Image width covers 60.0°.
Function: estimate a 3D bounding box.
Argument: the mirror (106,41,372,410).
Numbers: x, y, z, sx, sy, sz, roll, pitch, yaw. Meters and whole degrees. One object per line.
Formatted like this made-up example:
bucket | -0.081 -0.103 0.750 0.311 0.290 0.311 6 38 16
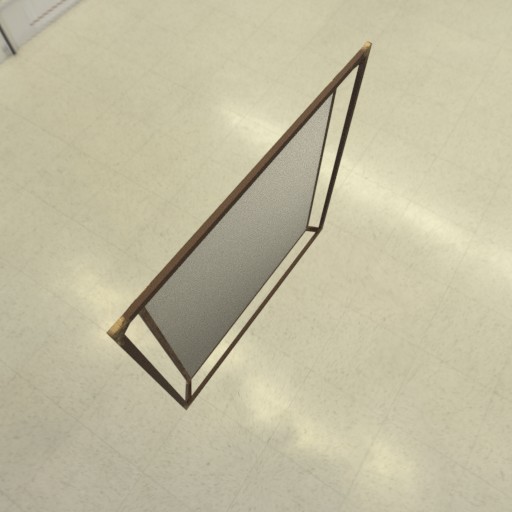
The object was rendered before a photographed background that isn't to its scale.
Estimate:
mirror | 0.000 0.000 0.895 0.032 0.610 0.610 33 68 15
